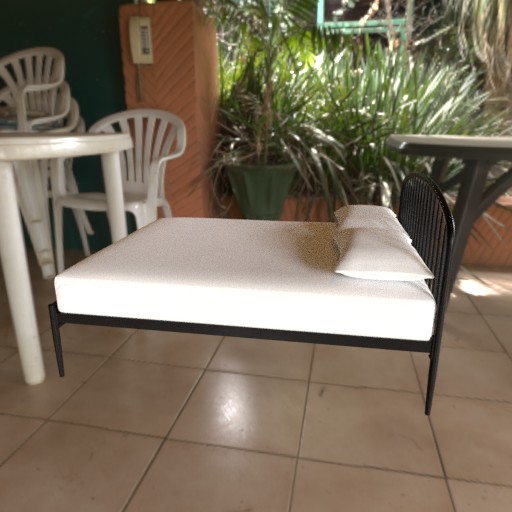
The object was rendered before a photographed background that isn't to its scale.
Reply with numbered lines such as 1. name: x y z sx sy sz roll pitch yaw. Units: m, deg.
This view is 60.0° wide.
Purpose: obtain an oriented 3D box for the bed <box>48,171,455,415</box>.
1. bed: 0.000 0.000 3.091 2.159 1.166 1.618 3 17 9
